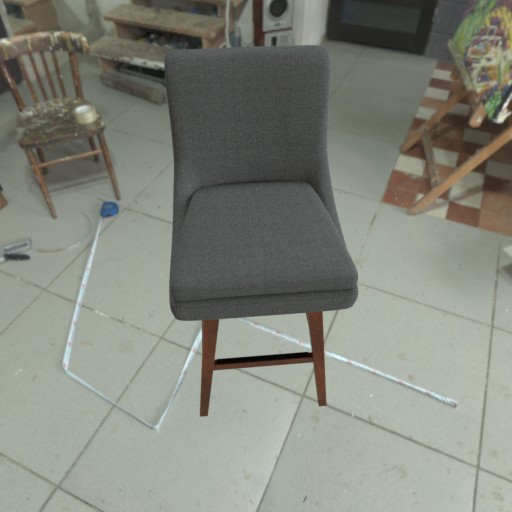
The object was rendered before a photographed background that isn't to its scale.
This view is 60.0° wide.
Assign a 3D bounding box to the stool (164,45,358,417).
[{"bbox_3d":[0.000,0.000,1.267,0.447,0.977,0.524,-4,47,-4],"label":"stool"}]
